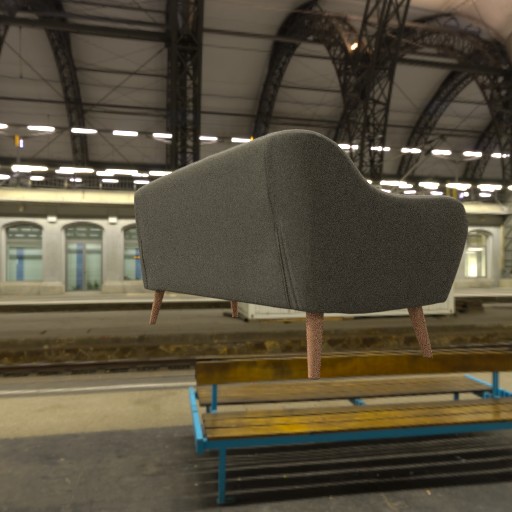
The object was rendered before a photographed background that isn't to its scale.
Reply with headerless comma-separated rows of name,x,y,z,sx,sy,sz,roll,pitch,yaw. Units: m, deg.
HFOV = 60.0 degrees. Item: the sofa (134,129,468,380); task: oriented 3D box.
sofa,0.000,0.000,2.235,0.820,0.820,1.840,0,-1,-33
